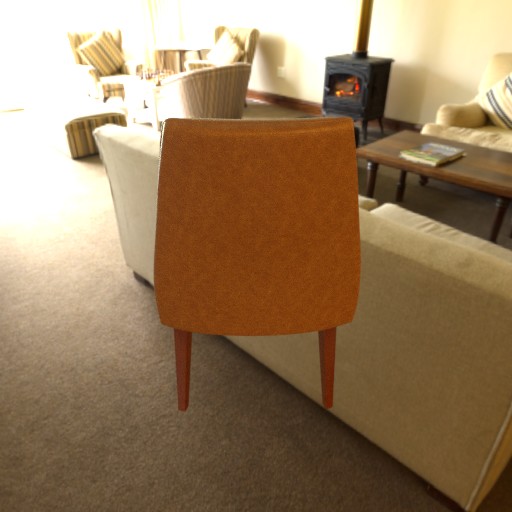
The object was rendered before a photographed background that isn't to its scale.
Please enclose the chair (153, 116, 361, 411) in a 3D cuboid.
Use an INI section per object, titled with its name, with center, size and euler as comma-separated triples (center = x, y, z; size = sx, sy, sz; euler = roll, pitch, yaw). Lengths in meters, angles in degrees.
[chair]
center = 0.000, 0.000, 1.220
size = 0.529, 0.861, 0.544
euler = -1, 31, -1
